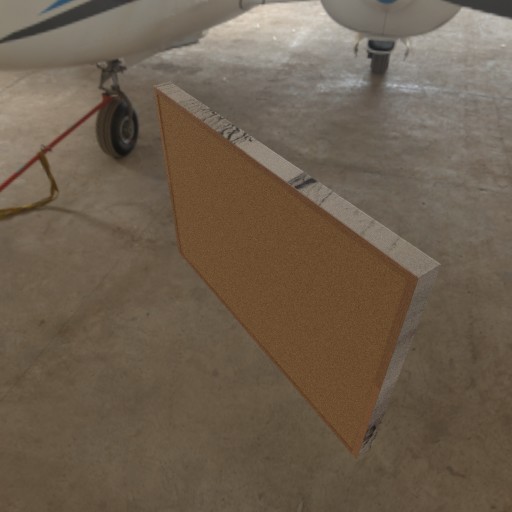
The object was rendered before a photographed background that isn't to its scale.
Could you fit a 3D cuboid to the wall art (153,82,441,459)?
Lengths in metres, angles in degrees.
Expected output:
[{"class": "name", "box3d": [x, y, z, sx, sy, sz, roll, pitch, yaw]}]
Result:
[{"class": "wall art", "box3d": [0.000, 0.000, 0.768, 0.035, 0.407, 0.613, -25, 47, -25]}]
